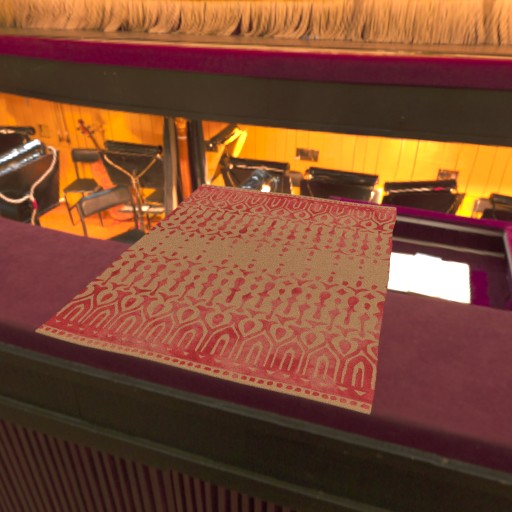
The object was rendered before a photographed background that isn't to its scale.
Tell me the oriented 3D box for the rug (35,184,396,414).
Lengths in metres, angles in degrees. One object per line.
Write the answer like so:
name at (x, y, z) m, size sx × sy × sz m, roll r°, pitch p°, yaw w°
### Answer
rug at (0.000, 0.000, 4.180) m, size 2.441 × 0.016 × 3.095 m, roll 9°, pitch 32°, yaw 15°
